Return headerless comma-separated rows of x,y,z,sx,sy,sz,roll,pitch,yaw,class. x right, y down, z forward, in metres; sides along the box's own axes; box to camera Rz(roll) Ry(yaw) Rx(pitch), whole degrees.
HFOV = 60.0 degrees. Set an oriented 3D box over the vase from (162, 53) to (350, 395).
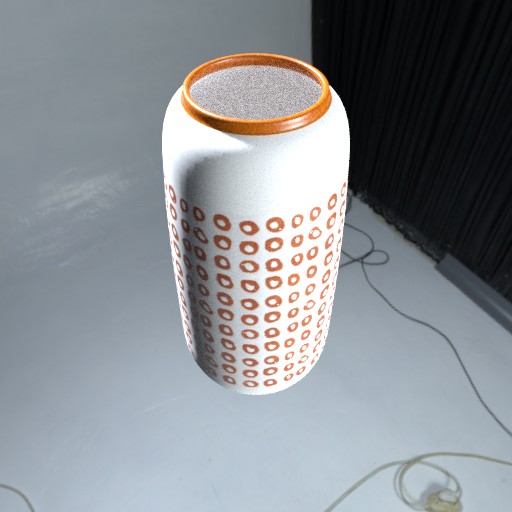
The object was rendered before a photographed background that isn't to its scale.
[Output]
0.000,0.000,0.349,0.133,0.282,0.133,0,47,0,vase
